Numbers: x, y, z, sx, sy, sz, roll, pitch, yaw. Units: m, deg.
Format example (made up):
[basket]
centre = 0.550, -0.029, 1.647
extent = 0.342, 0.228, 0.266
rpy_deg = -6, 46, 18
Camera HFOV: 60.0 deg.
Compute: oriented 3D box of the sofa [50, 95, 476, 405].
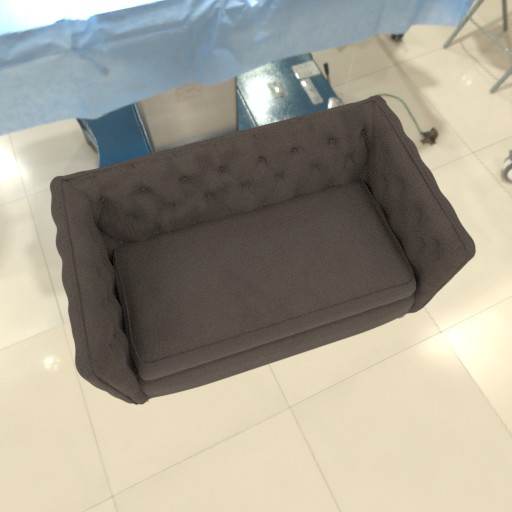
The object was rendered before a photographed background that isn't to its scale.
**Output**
[sofa]
centre = 0.000, 0.000, 2.114
extent = 1.583, 0.810, 0.909
rpy_deg = -16, 65, -8
